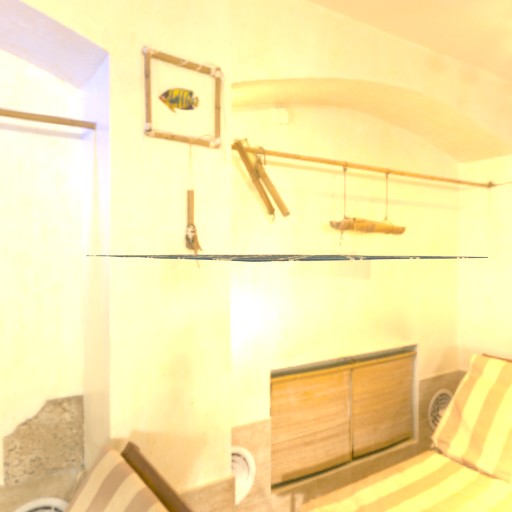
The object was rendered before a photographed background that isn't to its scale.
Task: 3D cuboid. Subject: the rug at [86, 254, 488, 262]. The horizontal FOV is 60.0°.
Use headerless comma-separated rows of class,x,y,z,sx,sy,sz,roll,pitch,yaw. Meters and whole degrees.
rug,0.000,0.000,2.763,1.524,0.013,2.135,0,1,-35
